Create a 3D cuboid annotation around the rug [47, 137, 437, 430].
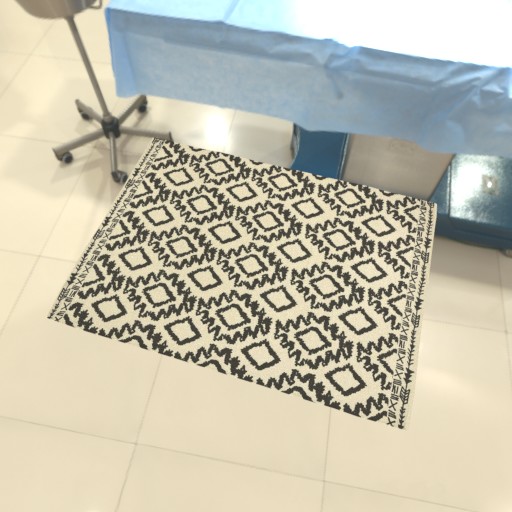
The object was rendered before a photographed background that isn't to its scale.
[{"bbox_3d":[0.000,0.000,4.446,3.369,0.036,2.444,15,60,9],"label":"rug"}]
